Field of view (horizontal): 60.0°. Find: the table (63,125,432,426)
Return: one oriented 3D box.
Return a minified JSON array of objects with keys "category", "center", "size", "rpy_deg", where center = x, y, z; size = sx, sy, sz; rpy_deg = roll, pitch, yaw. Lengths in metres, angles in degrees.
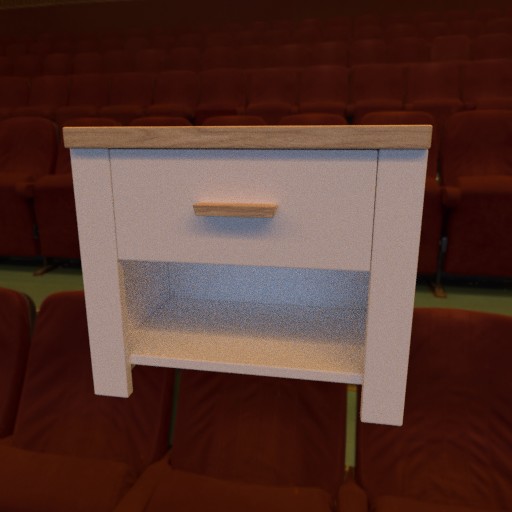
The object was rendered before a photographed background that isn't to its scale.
[{"category":"table","center":[0.000,0.000,0.800],"size":[0.500,0.440,0.360],"rpy_deg":[3,15,10]}]
